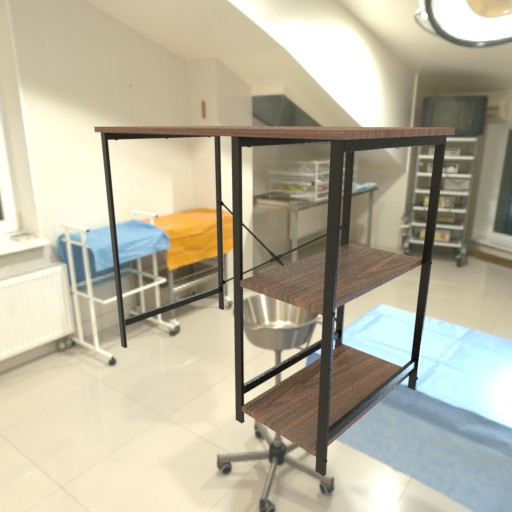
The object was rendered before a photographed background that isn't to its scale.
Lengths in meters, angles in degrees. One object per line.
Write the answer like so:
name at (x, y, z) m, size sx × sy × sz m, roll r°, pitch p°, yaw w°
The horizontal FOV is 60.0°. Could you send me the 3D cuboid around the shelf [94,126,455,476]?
shelf at (0.000, 0.000, 1.343) m, size 0.902 × 0.750 × 0.498 m, roll 16°, pitch 23°, yaw 42°
